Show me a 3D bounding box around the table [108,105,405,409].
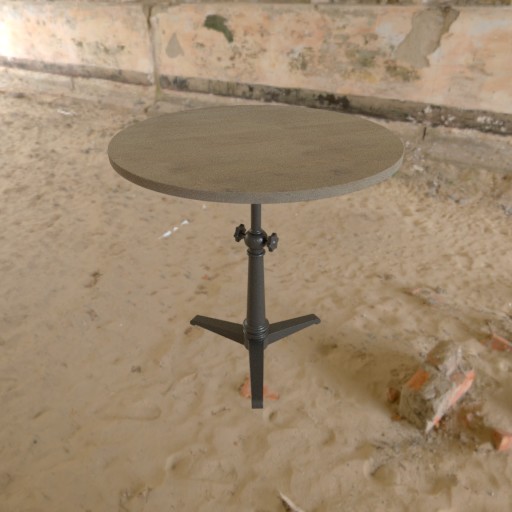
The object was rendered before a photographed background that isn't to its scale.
[{"bbox_3d":[0.000,0.000,1.442,0.800,0.780,0.800,0,31,0],"label":"table"}]
